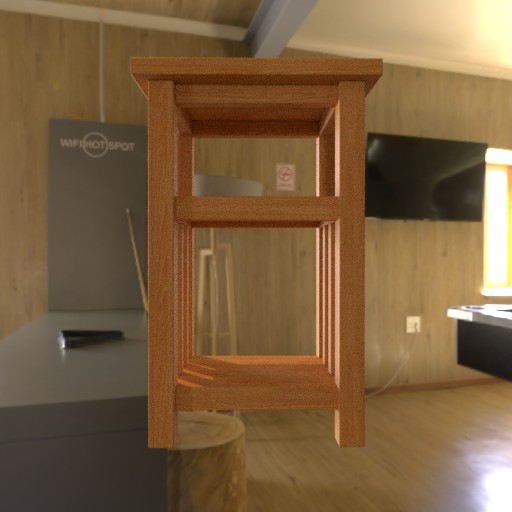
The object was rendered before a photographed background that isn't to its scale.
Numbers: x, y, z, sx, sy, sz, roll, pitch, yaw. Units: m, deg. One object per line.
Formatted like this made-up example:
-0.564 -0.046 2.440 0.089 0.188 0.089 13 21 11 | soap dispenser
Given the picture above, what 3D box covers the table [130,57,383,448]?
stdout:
0.000 0.000 0.749 0.350 0.550 0.270 0 0 -1 | table
